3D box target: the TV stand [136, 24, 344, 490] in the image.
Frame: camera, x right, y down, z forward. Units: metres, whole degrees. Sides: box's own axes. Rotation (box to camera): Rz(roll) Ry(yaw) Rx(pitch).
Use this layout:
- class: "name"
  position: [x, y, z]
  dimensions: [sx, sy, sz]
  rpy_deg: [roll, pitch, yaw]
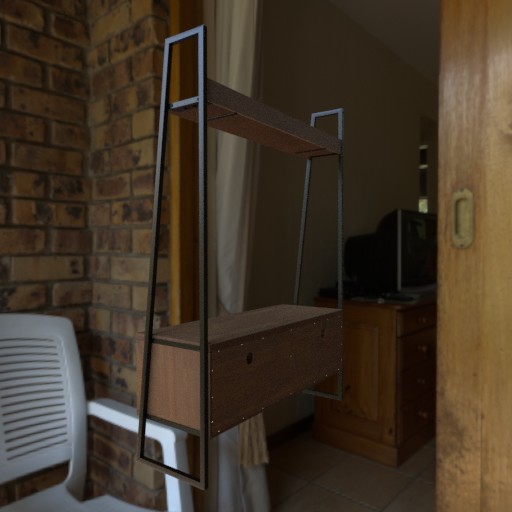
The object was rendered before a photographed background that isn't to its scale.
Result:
- class: "TV stand"
  position: [0.000, 0.000, 2.307]
  dimensions: [0.432, 1.772, 1.250]
  rpy_deg: [1, 1, 36]
